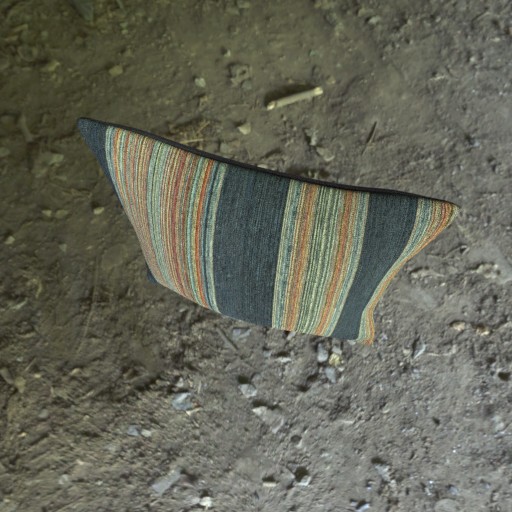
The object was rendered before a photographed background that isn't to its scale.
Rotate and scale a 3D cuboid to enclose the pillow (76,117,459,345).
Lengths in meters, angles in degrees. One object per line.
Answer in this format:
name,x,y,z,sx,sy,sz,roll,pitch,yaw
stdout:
pillow,0.000,0.000,0.652,0.437,0.419,0.136,15,61,9
